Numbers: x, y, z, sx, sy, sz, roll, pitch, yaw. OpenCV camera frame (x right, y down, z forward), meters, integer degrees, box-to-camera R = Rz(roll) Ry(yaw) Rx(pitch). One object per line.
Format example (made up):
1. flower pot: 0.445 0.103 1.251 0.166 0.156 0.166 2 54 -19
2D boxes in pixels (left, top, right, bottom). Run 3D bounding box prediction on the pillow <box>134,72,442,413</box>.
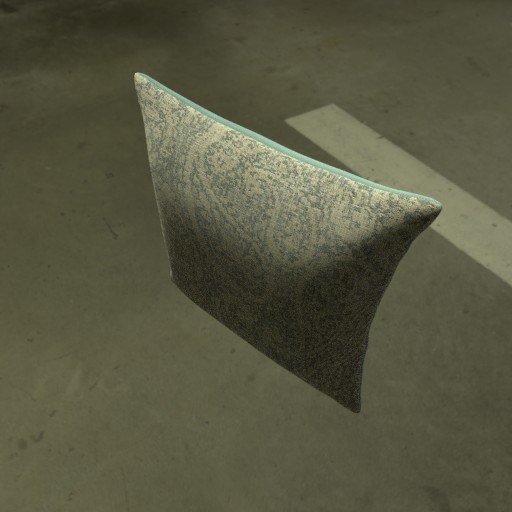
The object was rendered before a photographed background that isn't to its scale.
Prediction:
1. pillow: 0.000 0.000 0.781 0.526 0.507 0.166 31 54 26
